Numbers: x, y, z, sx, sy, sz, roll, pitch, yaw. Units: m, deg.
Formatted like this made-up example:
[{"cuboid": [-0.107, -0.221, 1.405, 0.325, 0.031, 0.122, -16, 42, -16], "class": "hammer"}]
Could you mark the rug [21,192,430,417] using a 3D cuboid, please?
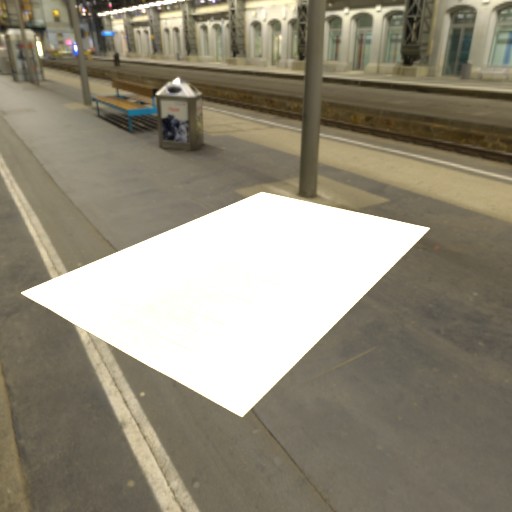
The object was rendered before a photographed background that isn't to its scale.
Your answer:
[{"cuboid": [0.000, 0.000, 2.302, 1.234, 0.006, 1.850, 17, 30, 32], "class": "rug"}]
